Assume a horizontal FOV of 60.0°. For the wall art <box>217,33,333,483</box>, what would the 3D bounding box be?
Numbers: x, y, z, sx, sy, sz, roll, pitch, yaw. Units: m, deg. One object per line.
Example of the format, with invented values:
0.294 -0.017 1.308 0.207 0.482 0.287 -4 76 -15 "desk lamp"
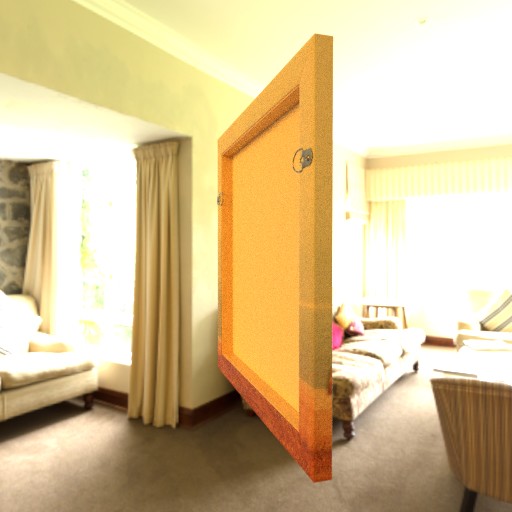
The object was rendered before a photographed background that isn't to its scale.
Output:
0.000 0.000 0.888 0.034 0.605 0.605 0 1 -17 "wall art"
